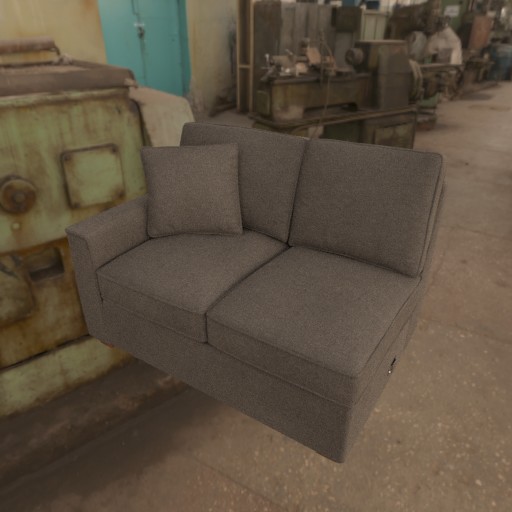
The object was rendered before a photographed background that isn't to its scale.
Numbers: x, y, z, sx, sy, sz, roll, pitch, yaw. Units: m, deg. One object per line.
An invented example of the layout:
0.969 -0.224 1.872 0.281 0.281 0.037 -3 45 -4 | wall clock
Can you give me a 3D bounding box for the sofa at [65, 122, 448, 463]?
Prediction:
0.000 0.000 2.016 1.388 0.989 0.991 17 33 28 | sofa
